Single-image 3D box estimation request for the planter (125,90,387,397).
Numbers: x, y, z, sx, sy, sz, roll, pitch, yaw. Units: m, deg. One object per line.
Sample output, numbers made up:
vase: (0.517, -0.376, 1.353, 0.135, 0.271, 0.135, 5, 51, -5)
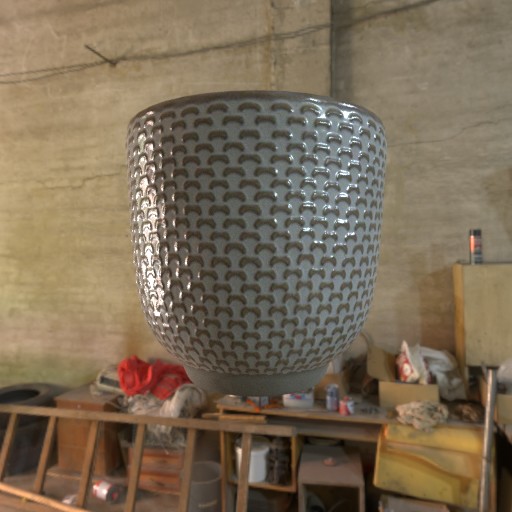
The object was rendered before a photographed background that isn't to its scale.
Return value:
planter: (0.000, 0.000, 0.348, 0.197, 0.191, 0.197, 0, 0, 0)
